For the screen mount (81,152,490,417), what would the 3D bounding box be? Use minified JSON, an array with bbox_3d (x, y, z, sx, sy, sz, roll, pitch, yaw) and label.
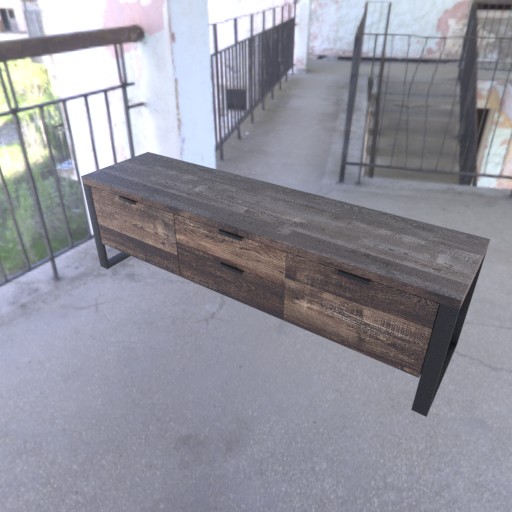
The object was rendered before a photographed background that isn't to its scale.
[{"bbox_3d":[0.000,0.000,1.745,1.524,0.450,0.395,20,37,29],"label":"screen mount"}]
